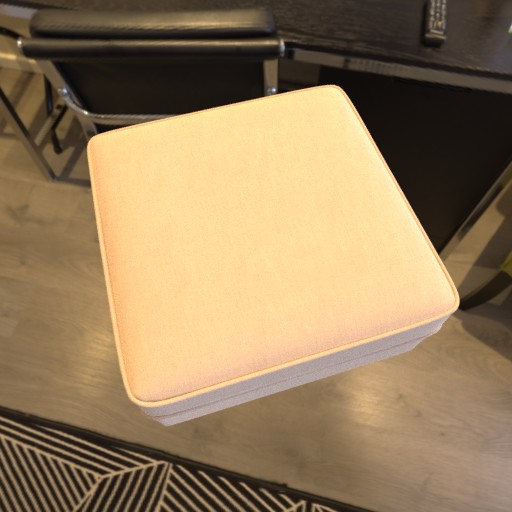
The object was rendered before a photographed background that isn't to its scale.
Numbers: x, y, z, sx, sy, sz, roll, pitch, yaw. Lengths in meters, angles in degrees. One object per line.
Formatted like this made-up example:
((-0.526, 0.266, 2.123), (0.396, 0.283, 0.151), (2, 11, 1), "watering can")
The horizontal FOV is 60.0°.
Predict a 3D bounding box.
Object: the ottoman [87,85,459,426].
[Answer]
((0.000, 0.000, 1.028), (0.613, 0.438, 0.616), (-15, 63, -8), "ottoman")
